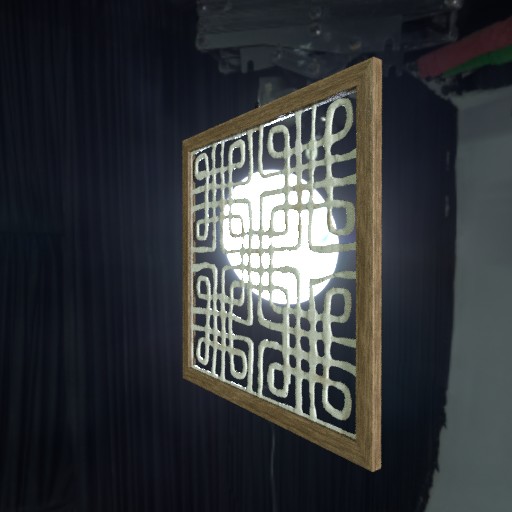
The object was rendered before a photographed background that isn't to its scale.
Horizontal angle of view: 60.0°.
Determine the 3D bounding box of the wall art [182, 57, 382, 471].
[{"bbox_3d":[0.000,0.000,0.829,0.021,0.582,0.561,0,1,-36],"label":"wall art"}]
